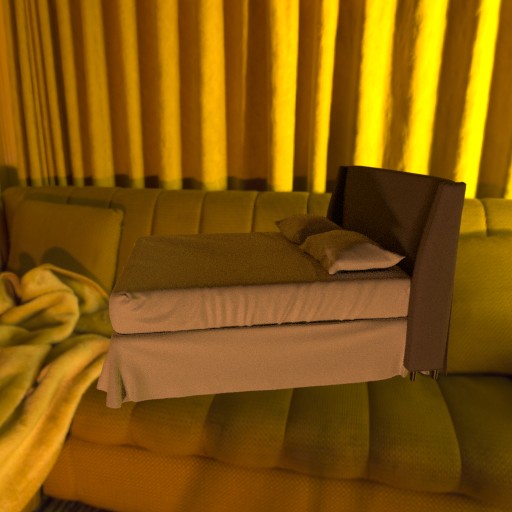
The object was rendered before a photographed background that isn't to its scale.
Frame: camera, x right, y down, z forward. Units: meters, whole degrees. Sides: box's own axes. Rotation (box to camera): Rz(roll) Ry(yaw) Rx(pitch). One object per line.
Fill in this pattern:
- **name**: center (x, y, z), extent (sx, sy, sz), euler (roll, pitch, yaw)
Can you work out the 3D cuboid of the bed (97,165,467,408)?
- **bed**: center (0.000, 0.000, 3.527), extent (2.276, 1.332, 1.925), euler (-2, 15, -8)
